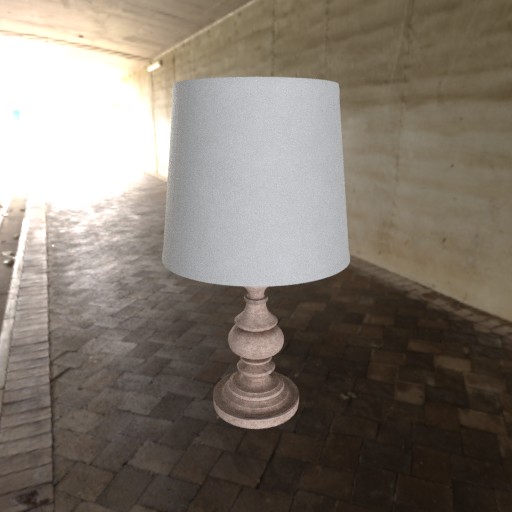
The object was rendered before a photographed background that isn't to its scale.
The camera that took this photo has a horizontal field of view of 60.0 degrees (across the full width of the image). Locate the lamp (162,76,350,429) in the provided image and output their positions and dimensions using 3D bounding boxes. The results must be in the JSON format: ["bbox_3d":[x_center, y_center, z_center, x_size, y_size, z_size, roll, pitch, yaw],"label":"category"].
[{"bbox_3d":[0.000,0.000,0.657,0.273,0.497,0.273,0,16,0],"label":"lamp"}]
